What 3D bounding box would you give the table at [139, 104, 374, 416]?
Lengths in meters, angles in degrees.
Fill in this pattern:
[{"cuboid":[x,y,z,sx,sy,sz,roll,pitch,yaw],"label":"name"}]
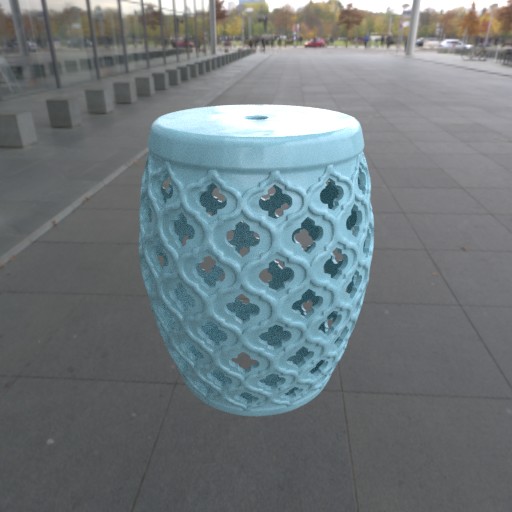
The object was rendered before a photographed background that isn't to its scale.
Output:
[{"cuboid":[0.000,0.000,0.644,0.325,0.388,0.325,0,26,0],"label":"table"}]
